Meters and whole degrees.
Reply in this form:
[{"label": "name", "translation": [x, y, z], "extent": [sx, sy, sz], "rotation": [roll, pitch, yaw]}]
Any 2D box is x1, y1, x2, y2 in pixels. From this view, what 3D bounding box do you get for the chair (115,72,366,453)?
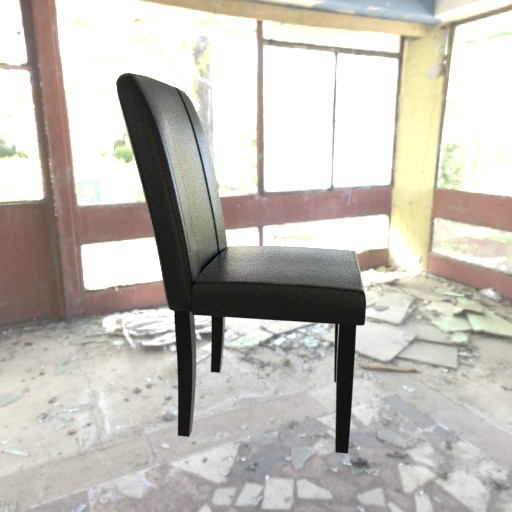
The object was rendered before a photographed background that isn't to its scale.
[{"label": "chair", "translation": [0.000, 0.000, 1.194], "extent": [0.556, 0.897, 0.399], "rotation": [2, 15, 9]}]
